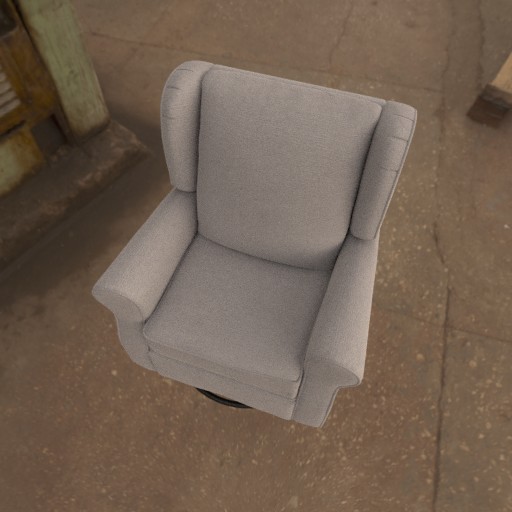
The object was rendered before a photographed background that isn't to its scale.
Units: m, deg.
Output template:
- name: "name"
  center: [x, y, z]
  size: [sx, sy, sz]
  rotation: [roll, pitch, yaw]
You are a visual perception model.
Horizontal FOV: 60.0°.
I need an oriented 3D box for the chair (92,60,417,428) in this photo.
- name: "chair"
  center: [0.000, 0.000, 1.618]
  size: [0.906, 0.966, 0.854]
  rotation: [16, 58, 10]
